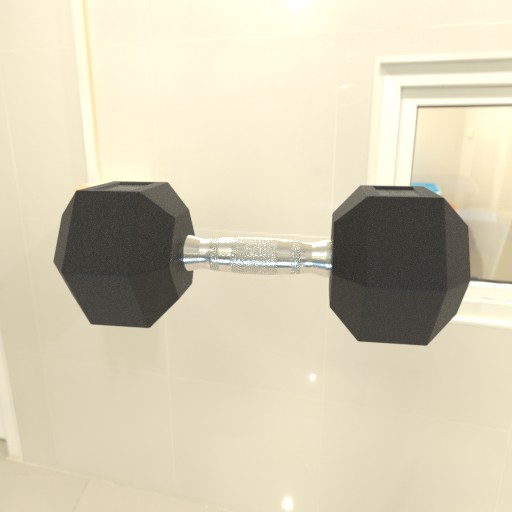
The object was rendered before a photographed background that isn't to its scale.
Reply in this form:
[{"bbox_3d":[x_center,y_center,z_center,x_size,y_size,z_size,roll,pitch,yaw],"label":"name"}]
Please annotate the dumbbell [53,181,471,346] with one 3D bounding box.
[{"bbox_3d":[0.000,0.000,0.369,0.315,0.113,0.129,2,16,8],"label":"dumbbell"}]
